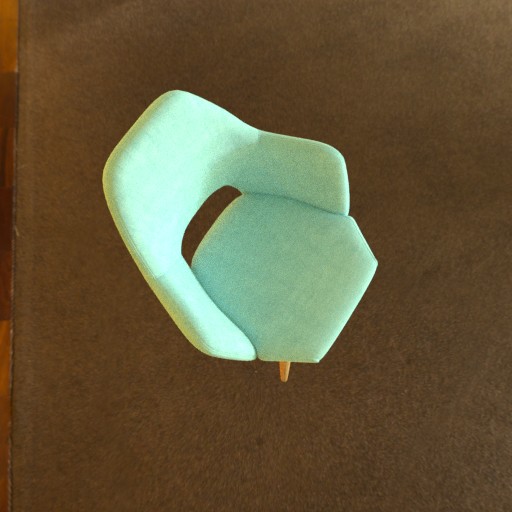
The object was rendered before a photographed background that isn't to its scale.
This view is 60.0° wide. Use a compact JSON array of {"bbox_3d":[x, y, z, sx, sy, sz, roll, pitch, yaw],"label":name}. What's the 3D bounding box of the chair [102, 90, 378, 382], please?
[{"bbox_3d":[0.000,0.000,1.255,0.610,0.840,0.590,33,78,8],"label":"chair"}]
